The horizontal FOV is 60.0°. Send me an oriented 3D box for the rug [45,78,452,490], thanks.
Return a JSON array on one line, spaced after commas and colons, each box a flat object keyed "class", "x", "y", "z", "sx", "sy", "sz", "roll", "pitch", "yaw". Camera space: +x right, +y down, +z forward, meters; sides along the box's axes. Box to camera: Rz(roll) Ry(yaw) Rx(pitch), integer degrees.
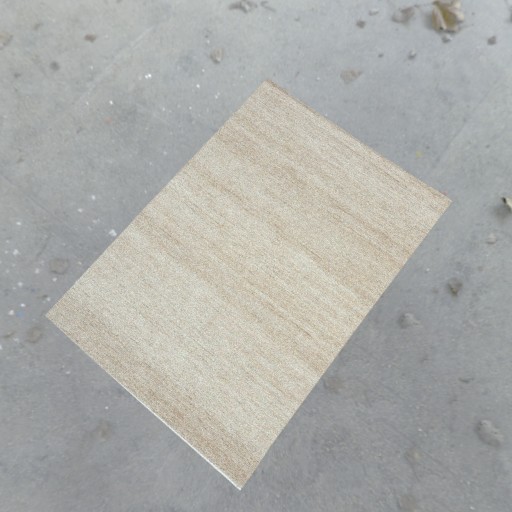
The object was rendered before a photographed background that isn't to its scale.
[{"class": "rug", "x": 0.000, "y": 0.000, "z": 2.899, "sx": 1.596, "sy": 0.030, "sz": 2.283, "roll": 38, "pitch": 77, "yaw": 10}]
